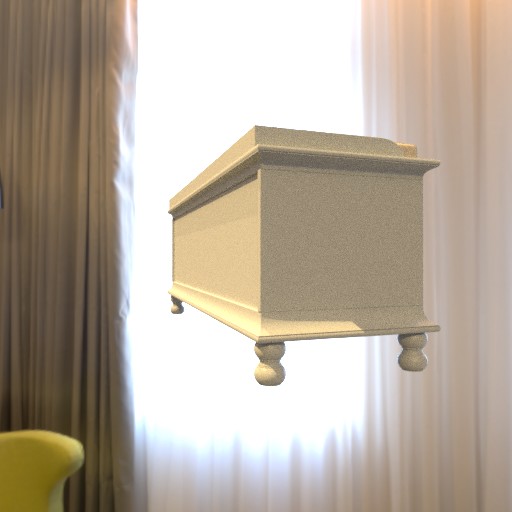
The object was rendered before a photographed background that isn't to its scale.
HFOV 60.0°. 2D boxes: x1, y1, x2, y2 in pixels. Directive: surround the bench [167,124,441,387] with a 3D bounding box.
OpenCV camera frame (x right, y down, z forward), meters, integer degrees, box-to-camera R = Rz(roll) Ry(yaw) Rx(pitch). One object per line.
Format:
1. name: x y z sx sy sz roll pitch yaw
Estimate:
1. bench: 0.000 0.000 1.413 0.402 0.486 1.185 0 0 -19
